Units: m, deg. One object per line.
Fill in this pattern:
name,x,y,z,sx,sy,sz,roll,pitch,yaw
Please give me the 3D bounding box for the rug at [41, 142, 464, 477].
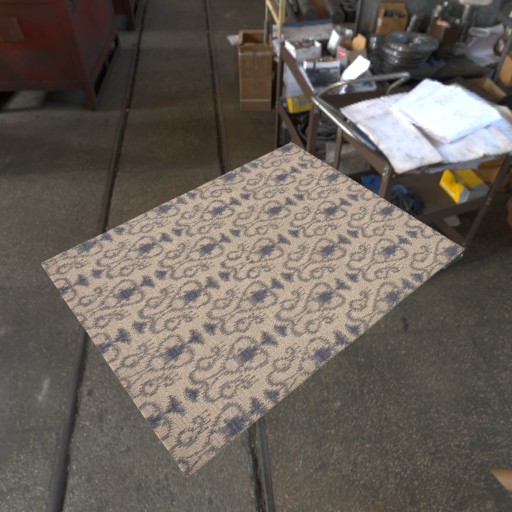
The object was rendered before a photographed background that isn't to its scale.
rug,0.000,0.000,4.185,3.205,0.015,2.437,-31,54,-26
